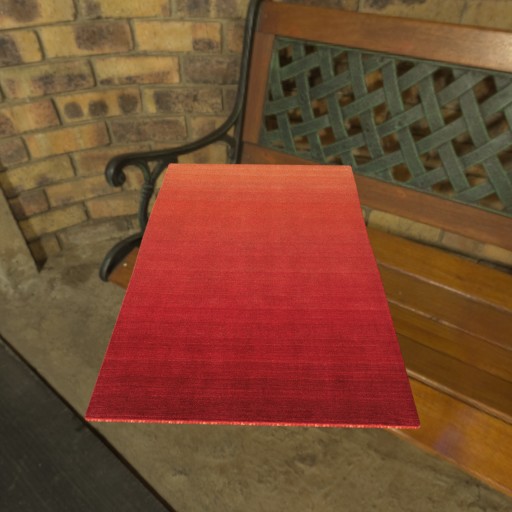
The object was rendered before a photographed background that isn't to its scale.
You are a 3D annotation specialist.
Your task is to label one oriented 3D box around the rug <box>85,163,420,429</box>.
[{"bbox_3d":[0.000,0.000,2.285,1.230,0.018,1.835,1,42,1],"label":"rug"}]
